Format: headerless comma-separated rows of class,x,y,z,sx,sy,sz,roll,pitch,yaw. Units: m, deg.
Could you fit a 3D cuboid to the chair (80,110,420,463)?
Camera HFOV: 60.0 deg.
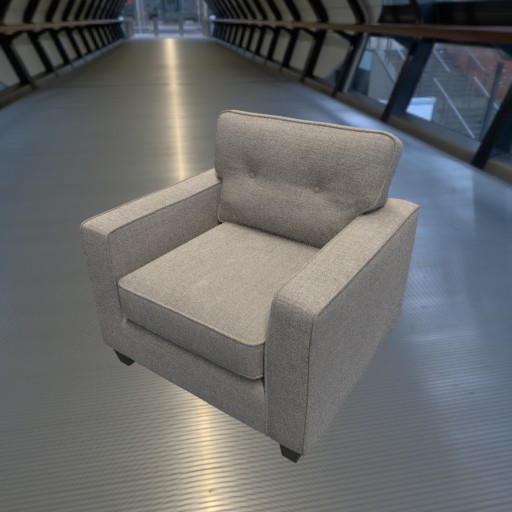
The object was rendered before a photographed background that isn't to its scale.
chair,0.000,0.000,1.783,1.015,0.965,0.939,18,34,30
